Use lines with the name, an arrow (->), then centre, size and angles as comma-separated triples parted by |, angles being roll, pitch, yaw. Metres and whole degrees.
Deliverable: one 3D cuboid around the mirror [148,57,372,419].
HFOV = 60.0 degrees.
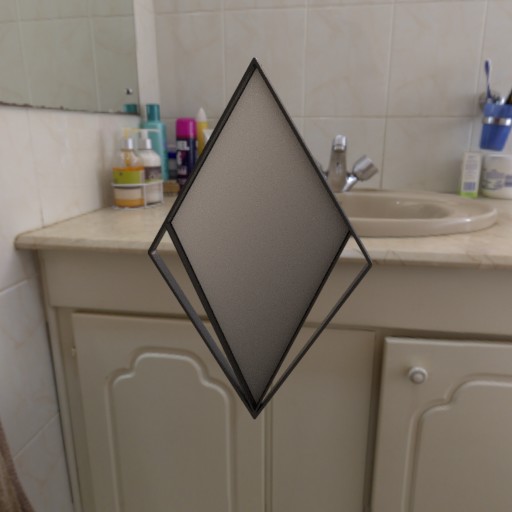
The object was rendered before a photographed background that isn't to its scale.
mirror -> 0.000, 0.000, 0.825 | 0.419, 0.679, 0.032 | 3, 15, 11
